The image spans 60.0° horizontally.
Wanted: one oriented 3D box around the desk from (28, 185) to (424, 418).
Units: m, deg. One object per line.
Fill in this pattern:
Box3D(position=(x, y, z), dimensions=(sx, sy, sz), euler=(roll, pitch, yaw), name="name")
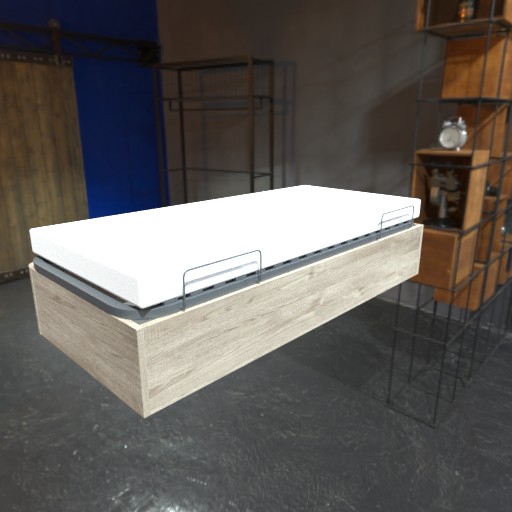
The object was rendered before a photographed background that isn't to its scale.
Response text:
Box3D(position=(0.000, 0.000, 2.250), dimensions=(0.900, 0.455, 1.900), euler=(16, 23, 42), name="desk")
